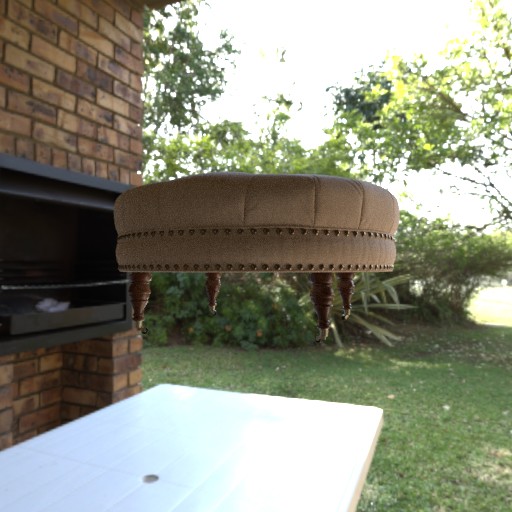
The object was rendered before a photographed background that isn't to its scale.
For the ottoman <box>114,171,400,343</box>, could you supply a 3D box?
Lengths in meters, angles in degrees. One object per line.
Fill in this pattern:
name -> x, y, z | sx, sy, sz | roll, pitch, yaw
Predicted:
ottoman -> 0.000, 0.000, 1.521 | 0.940, 0.483, 0.940 | 0, -2, 0
